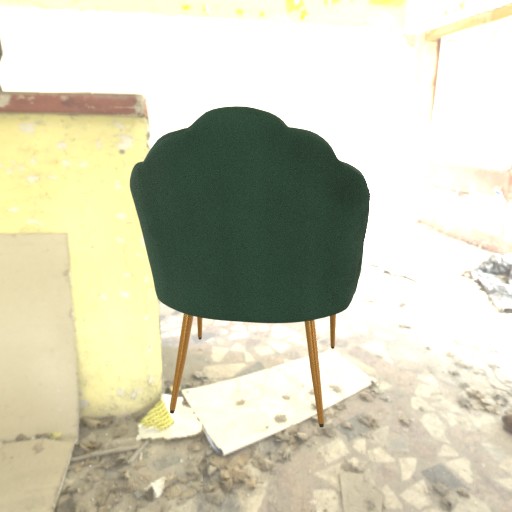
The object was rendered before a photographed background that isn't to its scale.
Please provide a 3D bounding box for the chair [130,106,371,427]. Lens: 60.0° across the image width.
[{"bbox_3d":[0.000,0.000,1.310,0.657,0.819,0.599,2,17,8],"label":"chair"}]
